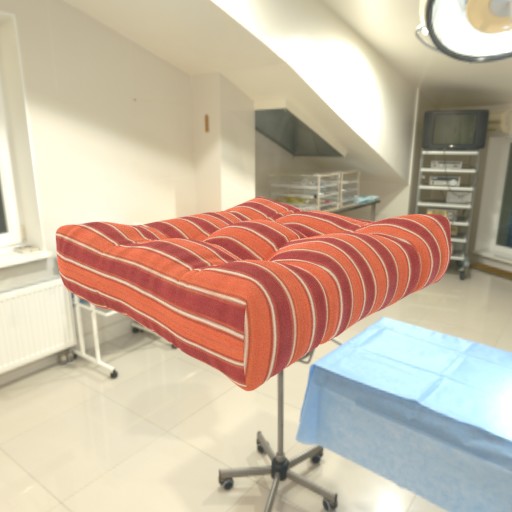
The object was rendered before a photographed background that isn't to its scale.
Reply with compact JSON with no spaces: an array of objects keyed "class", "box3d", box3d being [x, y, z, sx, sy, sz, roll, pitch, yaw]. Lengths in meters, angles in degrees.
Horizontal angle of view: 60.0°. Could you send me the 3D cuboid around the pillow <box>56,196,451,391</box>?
[{"class":"pillow","box3d":[0.000,0.000,0.728,0.468,0.133,0.490,14,21,42]}]
